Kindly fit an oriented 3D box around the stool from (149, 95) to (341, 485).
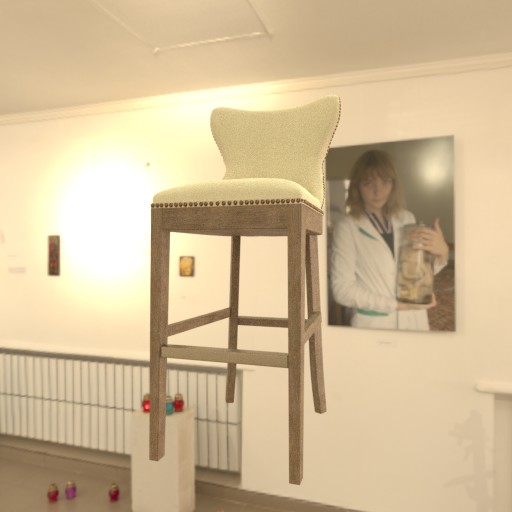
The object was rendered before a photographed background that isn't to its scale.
[{"bbox_3d":[0.000,0.000,1.434,0.494,1.123,0.606,0,1,18],"label":"stool"}]
